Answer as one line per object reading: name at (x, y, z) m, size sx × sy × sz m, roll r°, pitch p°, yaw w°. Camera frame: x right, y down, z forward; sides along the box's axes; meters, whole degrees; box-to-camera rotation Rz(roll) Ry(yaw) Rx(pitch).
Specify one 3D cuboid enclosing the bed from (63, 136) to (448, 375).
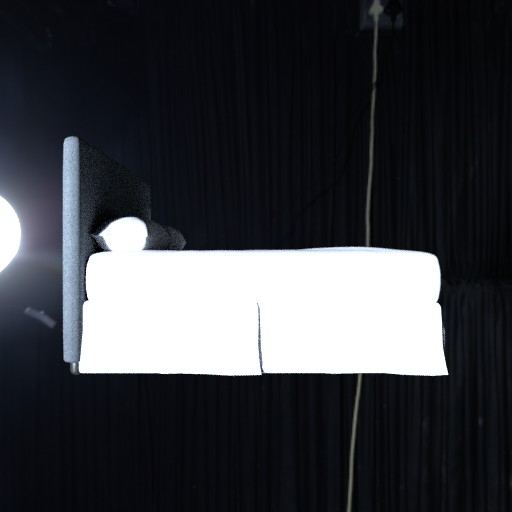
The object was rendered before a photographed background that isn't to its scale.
bed at (0.000, 0.000, 3.222) m, size 2.142 × 1.330 × 1.713 m, roll 0°, pitch 0°, yaw 0°
